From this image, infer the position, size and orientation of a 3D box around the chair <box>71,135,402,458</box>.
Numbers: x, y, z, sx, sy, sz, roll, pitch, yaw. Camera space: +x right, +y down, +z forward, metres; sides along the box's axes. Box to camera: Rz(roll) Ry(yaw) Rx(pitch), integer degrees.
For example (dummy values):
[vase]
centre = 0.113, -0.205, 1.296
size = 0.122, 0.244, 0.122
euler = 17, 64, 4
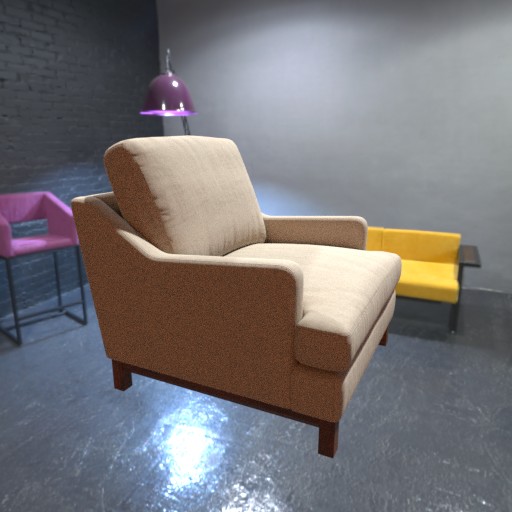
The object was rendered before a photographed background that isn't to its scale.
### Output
[chair]
centre = 0.000, 0.000, 1.746
size = 1.001, 0.916, 0.912
euler = 7, 17, 25
